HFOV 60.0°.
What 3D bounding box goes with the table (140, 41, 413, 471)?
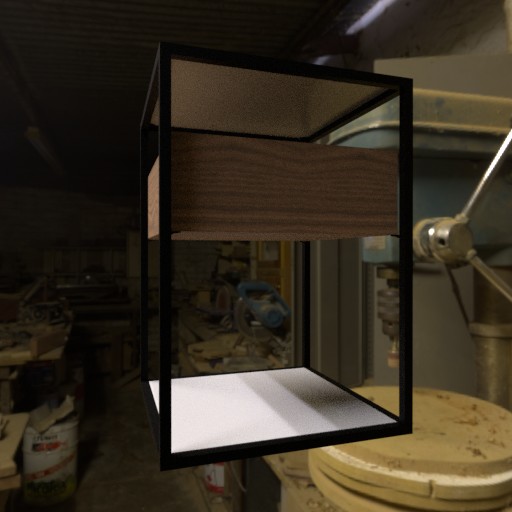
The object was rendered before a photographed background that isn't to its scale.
[{"bbox_3d":[0.000,0.000,0.794,0.378,0.540,0.378,0,0,-18],"label":"table"}]
